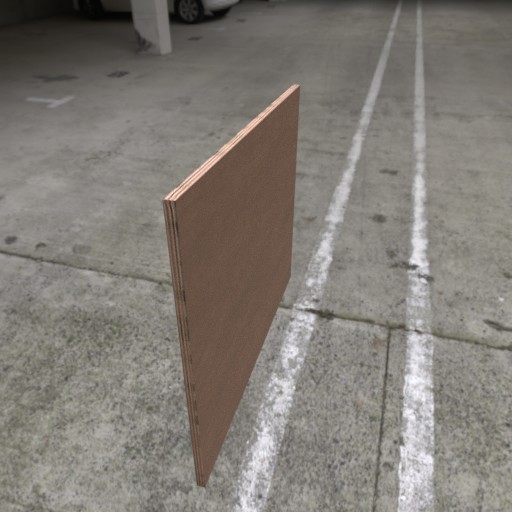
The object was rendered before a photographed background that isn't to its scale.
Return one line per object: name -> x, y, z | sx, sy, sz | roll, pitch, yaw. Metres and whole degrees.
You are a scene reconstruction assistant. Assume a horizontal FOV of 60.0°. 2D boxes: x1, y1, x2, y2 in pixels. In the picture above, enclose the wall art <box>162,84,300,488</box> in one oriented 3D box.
wall art -> 0.000, 0.000, 0.679 | 0.012, 0.408, 0.508 | 9, 33, 14
